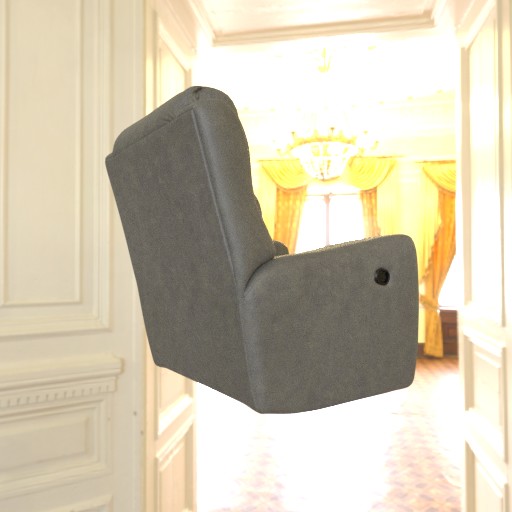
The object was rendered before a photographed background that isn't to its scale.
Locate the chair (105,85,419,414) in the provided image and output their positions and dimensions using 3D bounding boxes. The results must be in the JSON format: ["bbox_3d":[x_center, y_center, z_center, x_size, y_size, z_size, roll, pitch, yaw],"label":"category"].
[{"bbox_3d":[0.000,0.000,1.930,1.068,1.116,0.965,1,-1,-36],"label":"chair"}]
